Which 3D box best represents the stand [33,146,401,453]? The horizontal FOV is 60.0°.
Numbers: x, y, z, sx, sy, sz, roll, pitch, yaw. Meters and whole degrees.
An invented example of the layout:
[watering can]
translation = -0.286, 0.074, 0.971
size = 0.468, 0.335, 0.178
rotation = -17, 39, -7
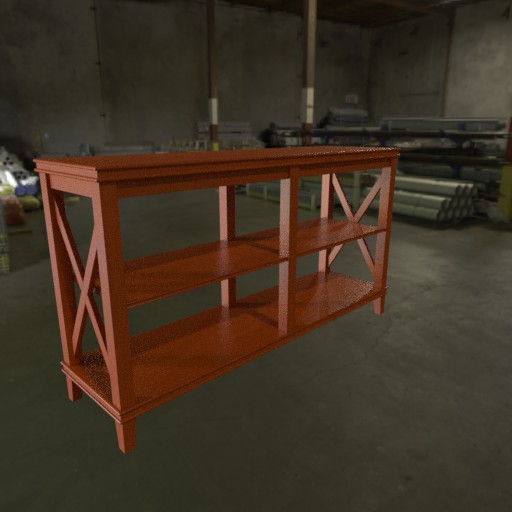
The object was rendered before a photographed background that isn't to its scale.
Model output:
[stand]
translation = 0.000, 0.000, 1.671
size = 1.372, 0.762, 0.381
rotation = -15, 22, -43
